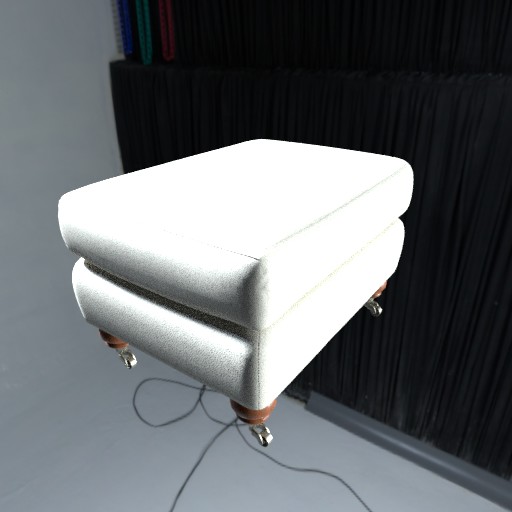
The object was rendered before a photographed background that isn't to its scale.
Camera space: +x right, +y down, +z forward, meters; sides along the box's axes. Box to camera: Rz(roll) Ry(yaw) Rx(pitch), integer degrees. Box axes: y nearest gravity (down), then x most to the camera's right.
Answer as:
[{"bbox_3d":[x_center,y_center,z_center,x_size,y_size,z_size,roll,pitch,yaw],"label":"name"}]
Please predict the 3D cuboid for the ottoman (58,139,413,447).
[{"bbox_3d":[0.000,0.000,1.178,0.569,0.499,0.773,17,30,32],"label":"ottoman"}]
